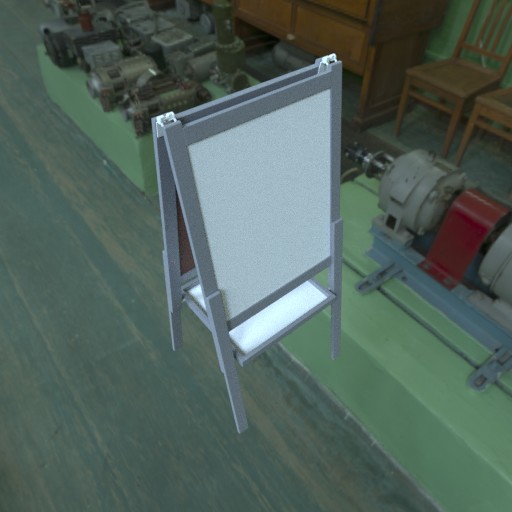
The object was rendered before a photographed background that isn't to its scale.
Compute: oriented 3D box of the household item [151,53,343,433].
[{"bbox_3d":[0.000,0.000,1.461,0.531,1.172,0.469,-30,53,-26],"label":"household item"}]
